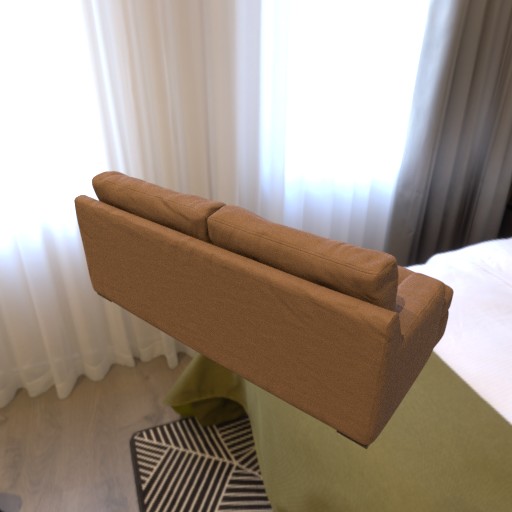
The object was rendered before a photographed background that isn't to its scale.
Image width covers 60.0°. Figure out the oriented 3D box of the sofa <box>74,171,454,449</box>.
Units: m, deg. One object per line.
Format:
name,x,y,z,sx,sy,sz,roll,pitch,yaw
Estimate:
sofa,0.000,0.000,2.880,2.274,0.950,1.140,20,34,33
